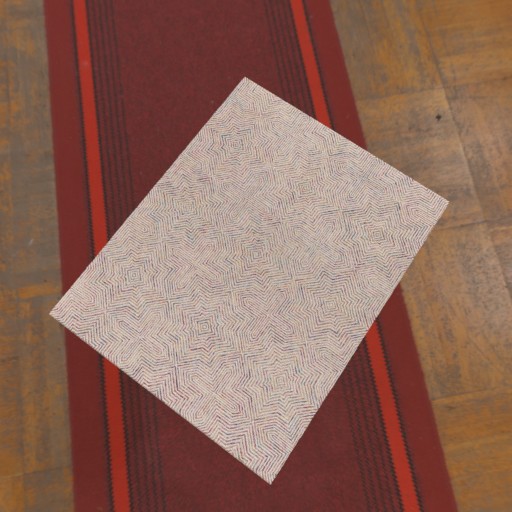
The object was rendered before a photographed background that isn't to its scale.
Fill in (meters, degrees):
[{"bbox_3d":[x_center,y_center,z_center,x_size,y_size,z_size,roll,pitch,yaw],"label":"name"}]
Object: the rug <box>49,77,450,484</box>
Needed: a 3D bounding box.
[{"bbox_3d":[0.000,0.000,4.149,2.442,0.008,3.046,34,78,9],"label":"rug"}]
